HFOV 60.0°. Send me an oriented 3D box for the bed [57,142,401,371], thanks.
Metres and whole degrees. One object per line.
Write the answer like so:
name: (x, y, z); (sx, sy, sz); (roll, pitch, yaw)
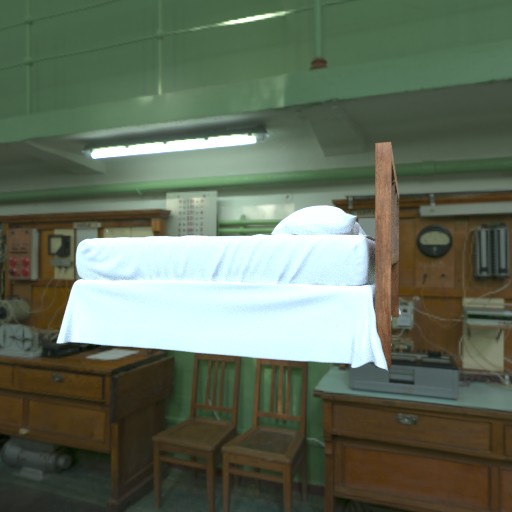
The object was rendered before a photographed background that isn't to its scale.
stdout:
bed: (0.000, 0.000, 3.529); (2.165, 1.158, 2.255); (0, 0, 19)
